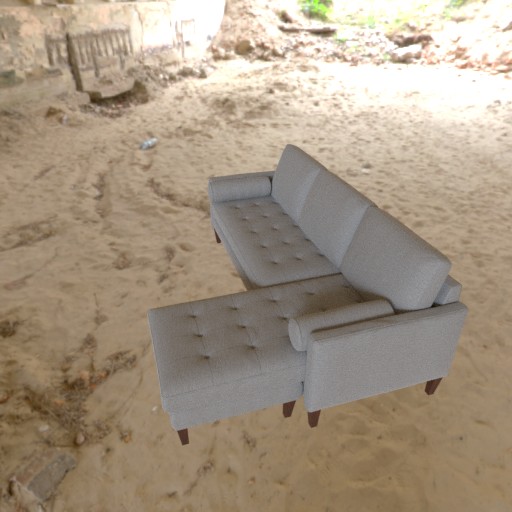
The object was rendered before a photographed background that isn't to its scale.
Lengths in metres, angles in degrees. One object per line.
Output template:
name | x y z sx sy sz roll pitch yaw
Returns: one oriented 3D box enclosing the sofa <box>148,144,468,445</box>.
sofa | 0.000 0.000 2.935 1.506 0.875 2.178 -9 32 -15
